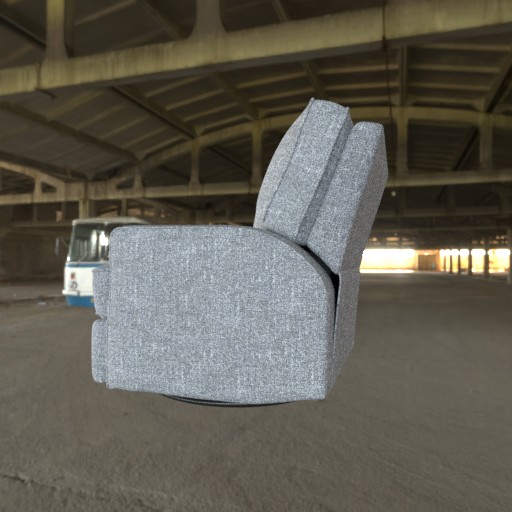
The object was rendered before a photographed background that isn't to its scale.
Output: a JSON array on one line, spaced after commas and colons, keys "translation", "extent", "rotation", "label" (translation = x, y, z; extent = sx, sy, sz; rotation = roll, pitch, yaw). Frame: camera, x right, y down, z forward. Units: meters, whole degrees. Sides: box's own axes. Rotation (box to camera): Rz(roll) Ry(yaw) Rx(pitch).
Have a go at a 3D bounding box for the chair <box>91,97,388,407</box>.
[{"translation": [0.000, 0.000, 1.704], "extent": [0.964, 0.962, 0.861], "rotation": [0, -1, 18], "label": "chair"}]
